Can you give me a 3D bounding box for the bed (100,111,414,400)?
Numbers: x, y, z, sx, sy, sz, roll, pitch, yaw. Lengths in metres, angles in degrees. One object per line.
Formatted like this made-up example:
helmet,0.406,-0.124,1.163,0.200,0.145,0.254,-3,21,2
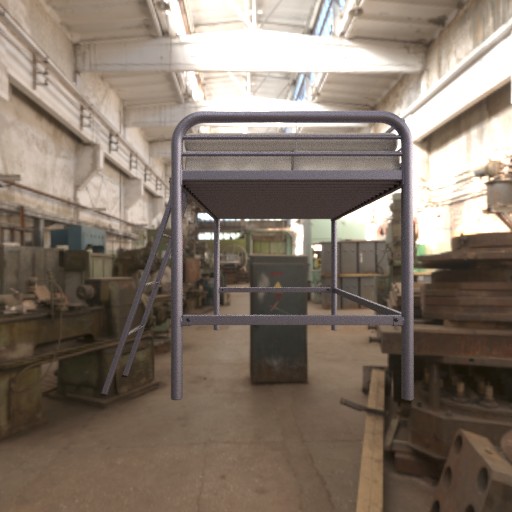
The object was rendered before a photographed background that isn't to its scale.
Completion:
bed,0.000,0.000,2.942,1.415,1.288,1.965,0,0,0
